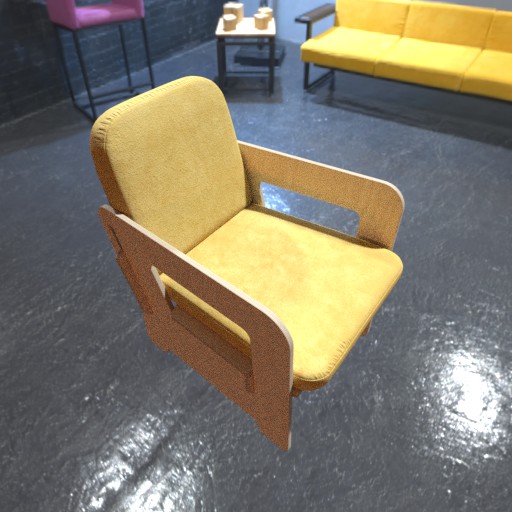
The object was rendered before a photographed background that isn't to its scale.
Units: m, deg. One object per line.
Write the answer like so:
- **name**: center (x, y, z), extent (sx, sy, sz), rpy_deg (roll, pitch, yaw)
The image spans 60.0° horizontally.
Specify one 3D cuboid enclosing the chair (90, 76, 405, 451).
- **chair**: center (0.000, 0.000, 1.252), extent (0.710, 0.800, 0.590), rpy_deg (25, 47, 26)
